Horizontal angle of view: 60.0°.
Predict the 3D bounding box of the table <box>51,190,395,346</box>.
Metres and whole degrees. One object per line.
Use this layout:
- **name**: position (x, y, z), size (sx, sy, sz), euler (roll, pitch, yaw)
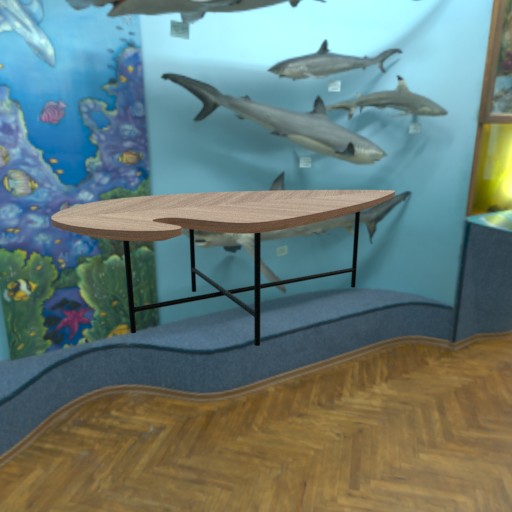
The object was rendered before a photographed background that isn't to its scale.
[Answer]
- **table**: position (0.000, 0.000, 1.464), size (1.199, 0.360, 0.598), euler (-8, 18, -27)
